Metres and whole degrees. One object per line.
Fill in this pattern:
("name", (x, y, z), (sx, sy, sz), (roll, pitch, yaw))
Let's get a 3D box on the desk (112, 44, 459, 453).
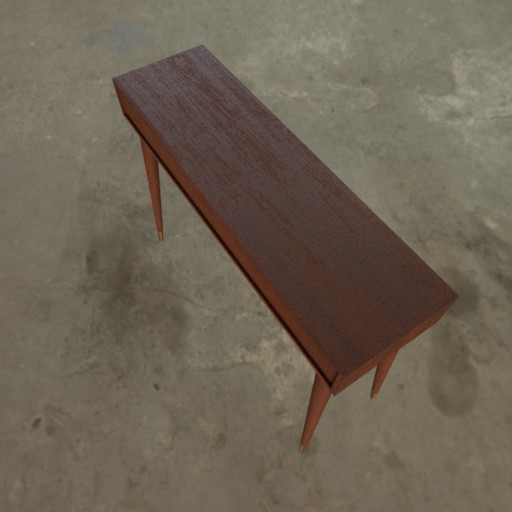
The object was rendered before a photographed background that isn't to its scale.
("desk", (0.000, 0.000, 1.636), (0.384, 0.917, 1.204), (-29, 62, -17))
